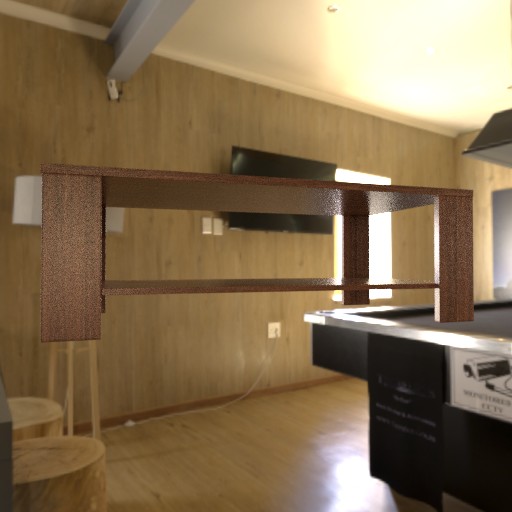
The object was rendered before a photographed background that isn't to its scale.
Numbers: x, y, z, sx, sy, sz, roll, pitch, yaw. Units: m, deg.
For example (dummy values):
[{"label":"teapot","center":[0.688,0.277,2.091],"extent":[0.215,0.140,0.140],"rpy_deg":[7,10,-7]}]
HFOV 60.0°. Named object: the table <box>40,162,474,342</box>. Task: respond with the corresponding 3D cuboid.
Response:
[{"label":"table","center":[0.000,0.000,1.452],"extent":[1.200,0.400,0.600],"rpy_deg":[0,-1,-18]}]
